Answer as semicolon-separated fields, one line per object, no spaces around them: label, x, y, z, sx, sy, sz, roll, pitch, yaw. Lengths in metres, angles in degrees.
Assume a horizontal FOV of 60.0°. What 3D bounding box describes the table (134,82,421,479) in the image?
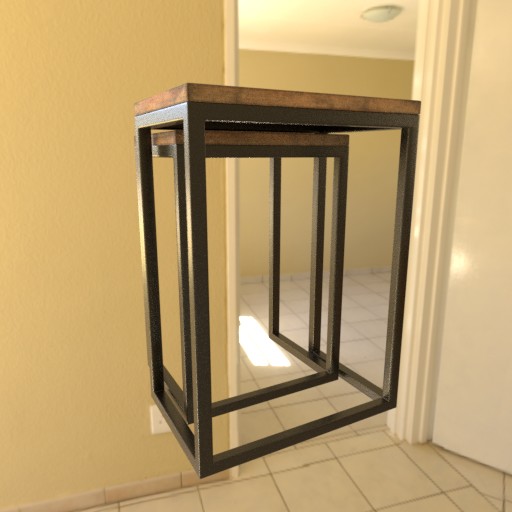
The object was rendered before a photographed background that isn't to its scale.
table;0.000;0.000;0.953;0.456;0.615;0.460;-6;15;-26
